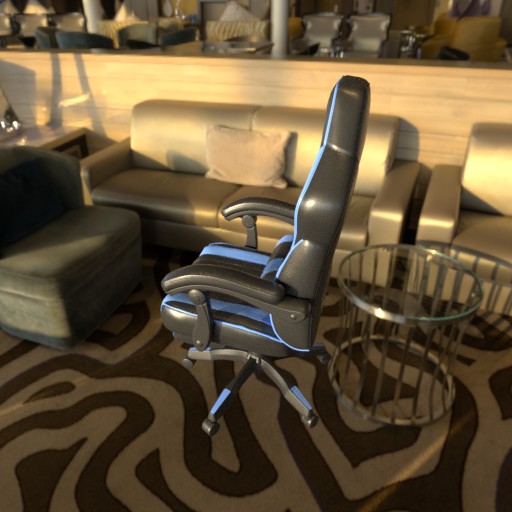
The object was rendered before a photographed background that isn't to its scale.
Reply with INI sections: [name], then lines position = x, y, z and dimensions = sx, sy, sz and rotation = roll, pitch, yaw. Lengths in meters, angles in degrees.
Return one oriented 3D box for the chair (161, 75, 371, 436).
[chair]
position = 0.000, 0.000, 1.678
dimensions = 0.700, 1.280, 0.700
rotation = 8, 31, 13
